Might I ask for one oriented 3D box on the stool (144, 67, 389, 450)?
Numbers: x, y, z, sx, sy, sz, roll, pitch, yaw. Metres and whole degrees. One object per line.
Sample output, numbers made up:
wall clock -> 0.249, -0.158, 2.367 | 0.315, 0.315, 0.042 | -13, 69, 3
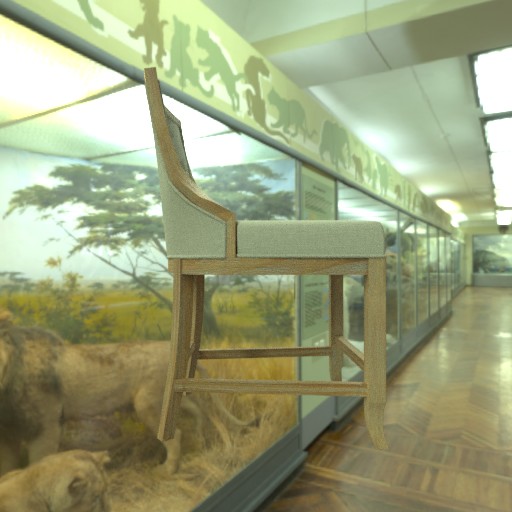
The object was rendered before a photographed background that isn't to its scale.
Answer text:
stool -> 0.000, 0.000, 1.319 | 0.626, 0.938, 0.524 | 0, 0, -1
